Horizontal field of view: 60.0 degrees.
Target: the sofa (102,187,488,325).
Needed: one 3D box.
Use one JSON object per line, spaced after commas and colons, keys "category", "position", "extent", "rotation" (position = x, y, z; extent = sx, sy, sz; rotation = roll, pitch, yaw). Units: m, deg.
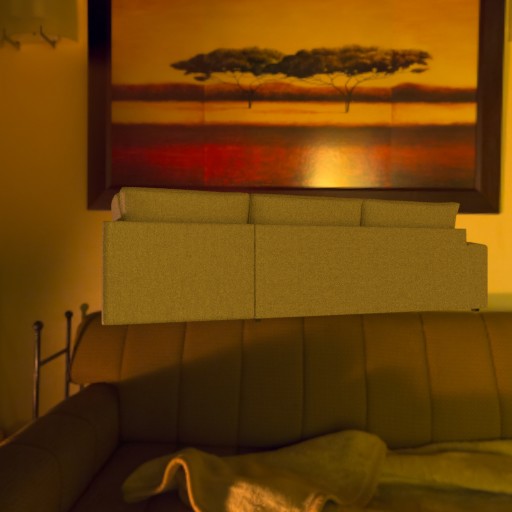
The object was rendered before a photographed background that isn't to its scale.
{"category": "sofa", "position": [0.000, 0.000, 4.083], "extent": [2.622, 0.800, 2.742], "rotation": [0, 0, -18]}
